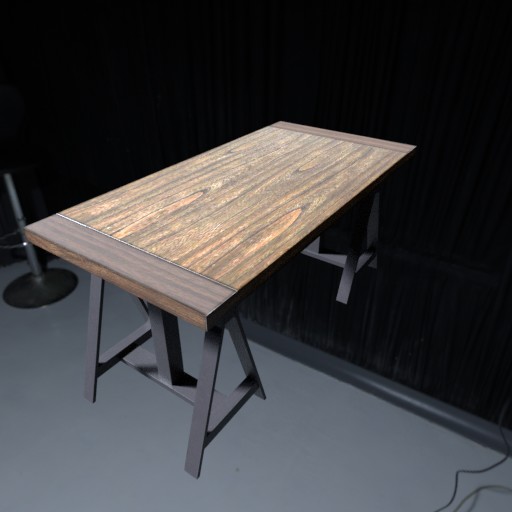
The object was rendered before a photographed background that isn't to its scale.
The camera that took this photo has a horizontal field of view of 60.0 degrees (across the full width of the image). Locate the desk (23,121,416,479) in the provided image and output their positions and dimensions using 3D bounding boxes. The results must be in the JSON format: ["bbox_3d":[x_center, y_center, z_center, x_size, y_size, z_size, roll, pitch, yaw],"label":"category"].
[{"bbox_3d":[0.000,0.000,1.947,0.784,0.725,1.543,20,37,29],"label":"desk"}]
